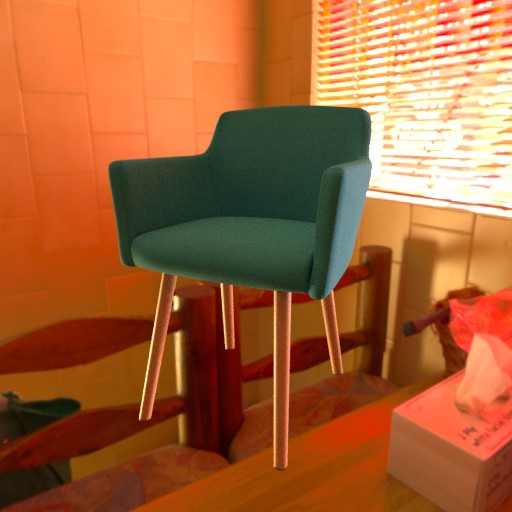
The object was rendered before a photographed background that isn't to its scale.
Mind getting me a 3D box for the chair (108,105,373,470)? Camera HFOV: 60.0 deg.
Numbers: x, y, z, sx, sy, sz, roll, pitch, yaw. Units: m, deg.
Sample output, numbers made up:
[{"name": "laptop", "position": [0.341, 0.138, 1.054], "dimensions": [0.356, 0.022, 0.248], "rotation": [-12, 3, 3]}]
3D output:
[{"name": "chair", "position": [0.000, 0.000, 1.167], "dimensions": [0.570, 0.780, 0.540], "rotation": [7, 17, 25]}]
